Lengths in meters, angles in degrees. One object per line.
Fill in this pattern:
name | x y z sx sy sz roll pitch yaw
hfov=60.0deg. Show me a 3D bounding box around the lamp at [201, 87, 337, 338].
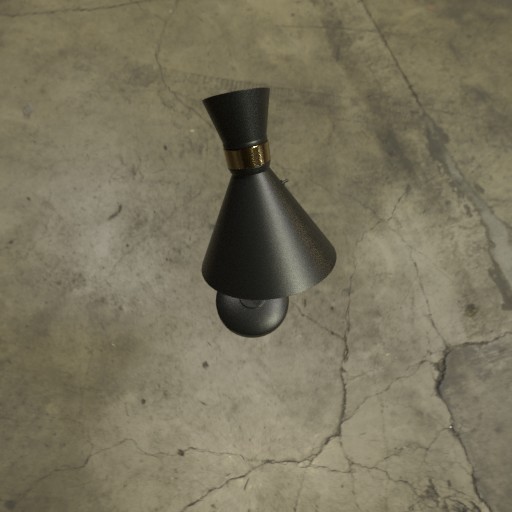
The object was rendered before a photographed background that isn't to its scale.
lamp | 0.000 0.000 0.763 0.189 0.647 0.292 -13 65 -6
